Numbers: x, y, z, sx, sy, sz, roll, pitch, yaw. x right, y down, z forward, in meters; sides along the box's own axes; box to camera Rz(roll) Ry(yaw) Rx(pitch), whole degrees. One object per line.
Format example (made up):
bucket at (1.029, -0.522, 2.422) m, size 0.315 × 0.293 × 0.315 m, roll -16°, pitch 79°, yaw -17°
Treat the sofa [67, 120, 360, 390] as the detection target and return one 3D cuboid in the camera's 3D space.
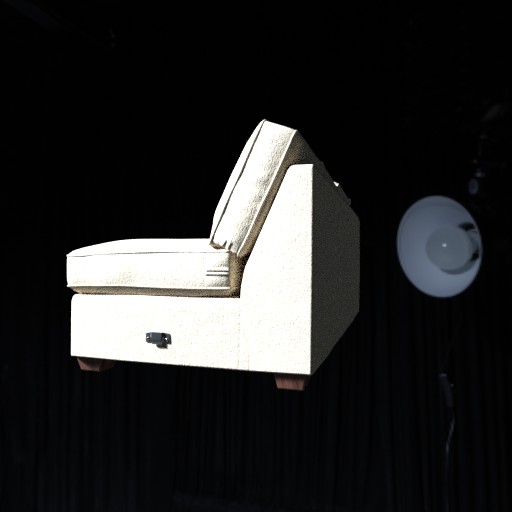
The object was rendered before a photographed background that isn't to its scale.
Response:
sofa at (0.000, 0.000, 2.553) m, size 1.034 × 0.946 × 1.962 m, roll 0°, pitch 0°, yaw 18°
